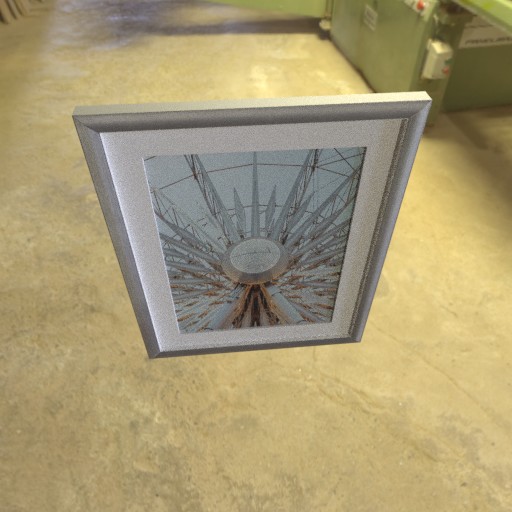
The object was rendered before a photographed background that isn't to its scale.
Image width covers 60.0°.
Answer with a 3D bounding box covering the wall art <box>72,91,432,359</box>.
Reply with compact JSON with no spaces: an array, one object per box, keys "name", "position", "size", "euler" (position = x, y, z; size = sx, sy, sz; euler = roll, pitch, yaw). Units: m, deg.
[{"name":"wall art","position":[0.000,0.000,0.767],"size":[0.458,0.558,0.029],"euler":[-4,45,-4]}]
